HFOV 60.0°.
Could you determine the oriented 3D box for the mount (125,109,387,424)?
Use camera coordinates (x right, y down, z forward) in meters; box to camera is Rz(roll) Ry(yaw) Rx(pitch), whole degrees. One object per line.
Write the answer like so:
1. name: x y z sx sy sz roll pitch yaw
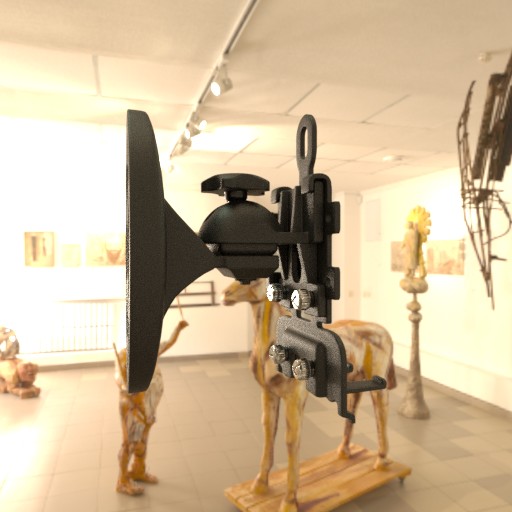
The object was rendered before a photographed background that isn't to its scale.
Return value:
1. mount: 0.000 0.000 0.179 0.100 0.118 0.066 0 0 -18
